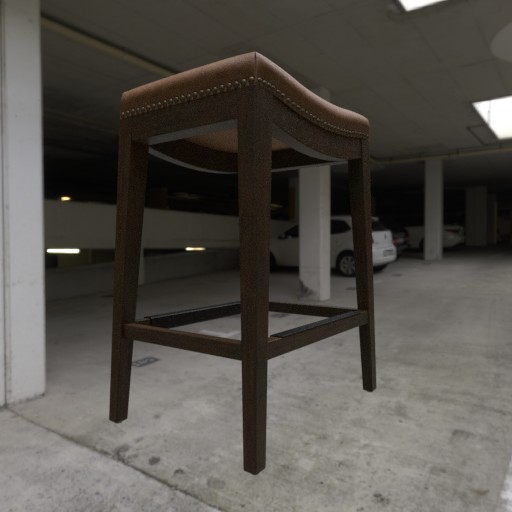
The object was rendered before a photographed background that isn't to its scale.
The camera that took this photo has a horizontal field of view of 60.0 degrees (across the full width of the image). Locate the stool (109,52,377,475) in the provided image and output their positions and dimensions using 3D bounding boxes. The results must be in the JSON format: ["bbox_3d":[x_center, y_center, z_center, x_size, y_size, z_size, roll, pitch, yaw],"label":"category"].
[{"bbox_3d":[0.000,0.000,0.970,0.361,0.660,0.500,1,2,36],"label":"stool"}]
